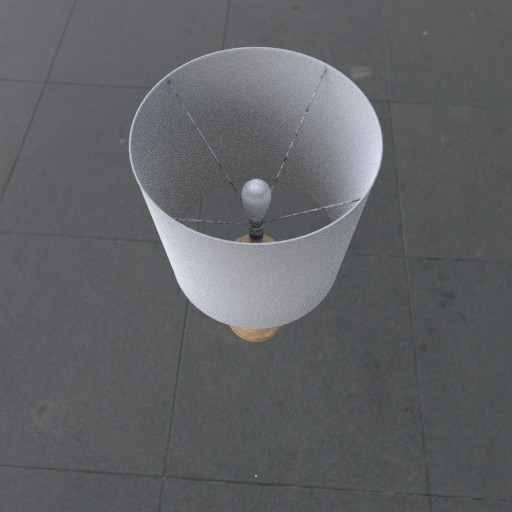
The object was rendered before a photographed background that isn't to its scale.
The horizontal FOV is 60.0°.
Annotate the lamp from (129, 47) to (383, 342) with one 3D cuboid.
[{"bbox_3d":[0.000,0.000,0.570,0.208,0.455,0.208,17,65,8],"label":"lamp"}]
